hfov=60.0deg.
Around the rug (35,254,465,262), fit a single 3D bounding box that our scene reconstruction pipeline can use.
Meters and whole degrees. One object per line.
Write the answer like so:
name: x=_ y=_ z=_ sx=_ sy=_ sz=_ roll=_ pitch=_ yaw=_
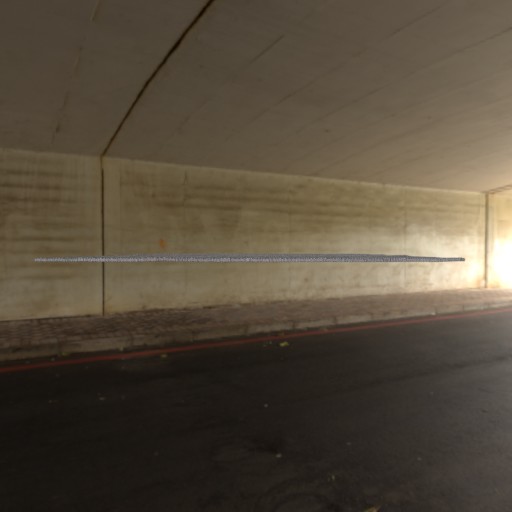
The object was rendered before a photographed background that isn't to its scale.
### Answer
rug: x=0.000 y=0.000 z=0.879 sx=0.548 sy=0.006 sz=0.639 roll=0 pitch=1 yaw=2
